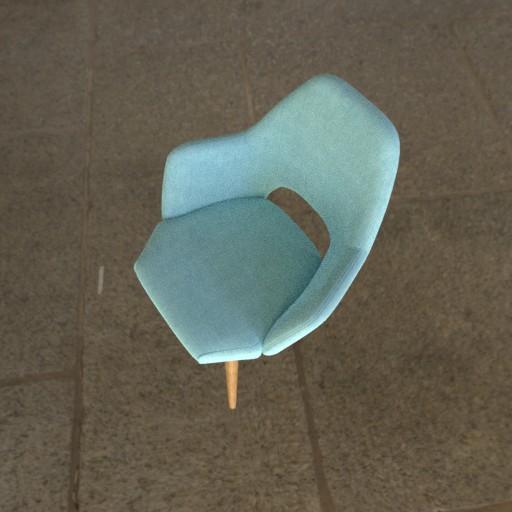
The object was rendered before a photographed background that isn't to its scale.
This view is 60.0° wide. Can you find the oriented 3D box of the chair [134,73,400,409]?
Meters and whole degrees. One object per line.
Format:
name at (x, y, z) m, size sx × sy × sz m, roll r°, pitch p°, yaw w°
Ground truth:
chair at (0.000, 0.000, 1.254) m, size 0.610 × 0.840 × 0.590 m, roll -34°, pitch 68°, yaw -16°
